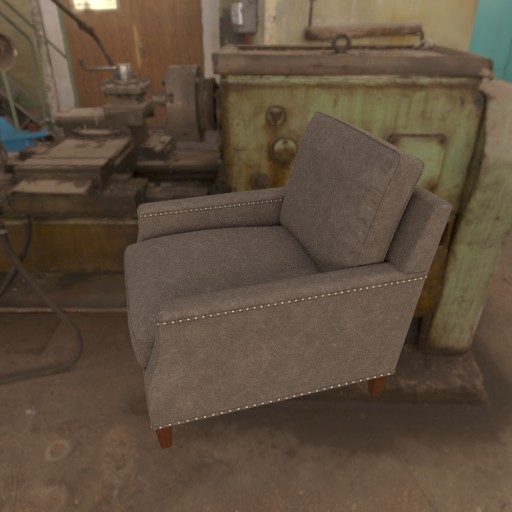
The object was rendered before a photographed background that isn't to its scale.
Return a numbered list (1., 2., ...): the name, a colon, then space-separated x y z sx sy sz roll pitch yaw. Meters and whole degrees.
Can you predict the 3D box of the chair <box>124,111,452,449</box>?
1. chair: 0.000 0.000 1.736 1.014 0.948 0.853 -8 31 -14
